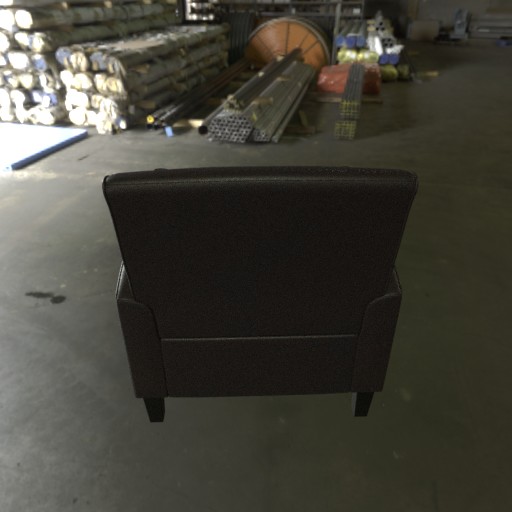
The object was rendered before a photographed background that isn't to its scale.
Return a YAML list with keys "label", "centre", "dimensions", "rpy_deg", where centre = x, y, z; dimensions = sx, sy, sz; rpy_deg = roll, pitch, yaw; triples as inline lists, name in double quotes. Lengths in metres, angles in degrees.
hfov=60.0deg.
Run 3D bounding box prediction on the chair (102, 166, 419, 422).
- label: "chair"
  centre: [0.000, 0.000, 1.582]
  dimensions: [0.820, 0.916, 0.819]
  rpy_deg: [-1, 31, -2]
